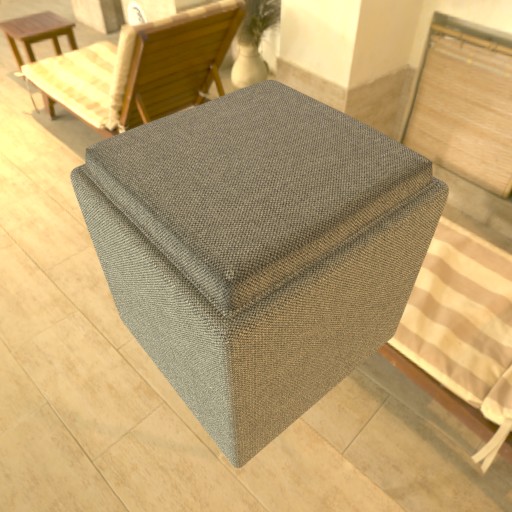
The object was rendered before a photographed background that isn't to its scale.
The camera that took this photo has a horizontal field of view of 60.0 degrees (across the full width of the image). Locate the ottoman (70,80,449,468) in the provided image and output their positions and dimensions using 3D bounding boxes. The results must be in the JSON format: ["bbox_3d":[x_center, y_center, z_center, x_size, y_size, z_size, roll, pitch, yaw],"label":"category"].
[{"bbox_3d":[0.000,0.000,0.839,0.454,0.487,0.436,-31,53,-27],"label":"ottoman"}]
